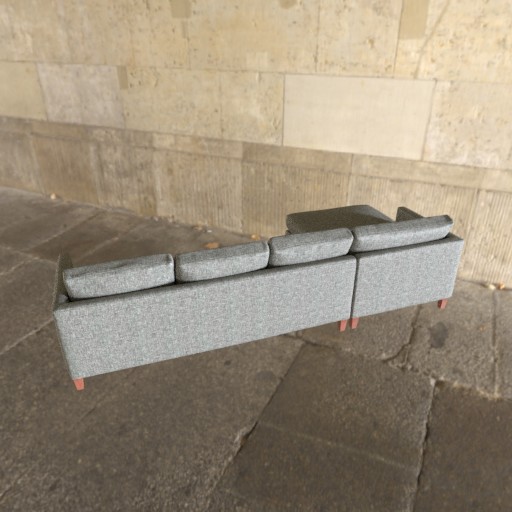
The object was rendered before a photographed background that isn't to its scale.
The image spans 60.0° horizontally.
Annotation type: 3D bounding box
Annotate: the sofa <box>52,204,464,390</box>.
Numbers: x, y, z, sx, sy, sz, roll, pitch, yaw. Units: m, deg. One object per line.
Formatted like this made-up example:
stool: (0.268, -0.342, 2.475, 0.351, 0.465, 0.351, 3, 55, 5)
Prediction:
sofa: (0.000, 0.000, 4.268, 3.485, 0.960, 1.635, -9, 29, -17)
